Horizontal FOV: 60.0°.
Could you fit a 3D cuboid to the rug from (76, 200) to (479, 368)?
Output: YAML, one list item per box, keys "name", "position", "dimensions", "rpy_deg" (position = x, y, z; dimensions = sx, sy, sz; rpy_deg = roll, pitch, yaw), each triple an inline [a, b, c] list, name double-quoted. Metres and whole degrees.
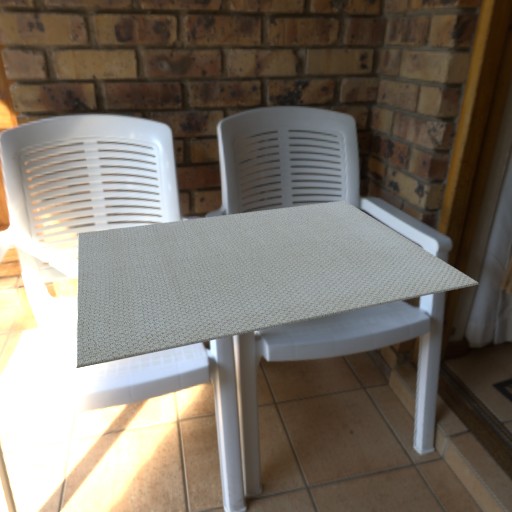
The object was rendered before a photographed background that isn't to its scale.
- name: "rug"
  position: [0.000, 0.000, 2.829]
  dimensions: [2.144, 0.013, 1.509]
  rpy_deg: [-9, 27, -17]
